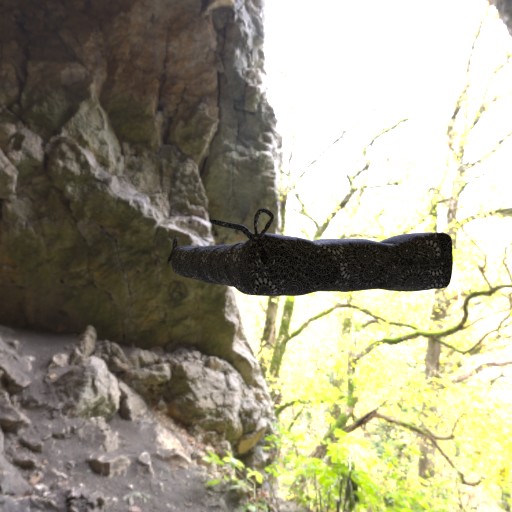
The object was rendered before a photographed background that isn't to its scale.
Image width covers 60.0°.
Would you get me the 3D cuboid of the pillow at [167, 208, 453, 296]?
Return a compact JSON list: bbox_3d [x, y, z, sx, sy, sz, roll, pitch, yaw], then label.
[{"bbox_3d":[0.000,0.000,1.365,0.511,0.174,1.194,0,0,-18],"label":"pillow"}]
